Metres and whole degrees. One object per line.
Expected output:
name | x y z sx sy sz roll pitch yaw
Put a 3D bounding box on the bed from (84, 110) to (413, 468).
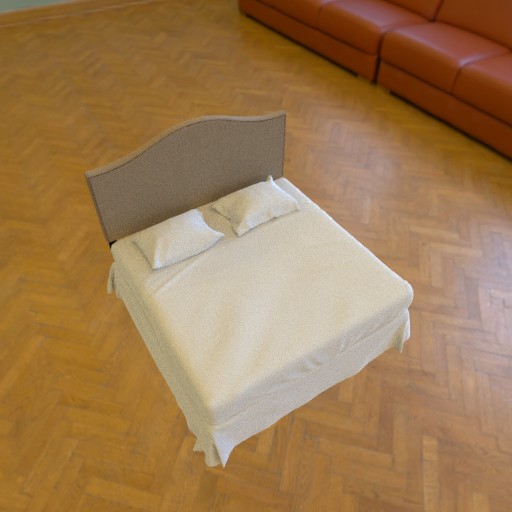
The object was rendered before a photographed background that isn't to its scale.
bed | 0.000 0.000 3.824 2.311 1.651 2.222 -24 51 -22
